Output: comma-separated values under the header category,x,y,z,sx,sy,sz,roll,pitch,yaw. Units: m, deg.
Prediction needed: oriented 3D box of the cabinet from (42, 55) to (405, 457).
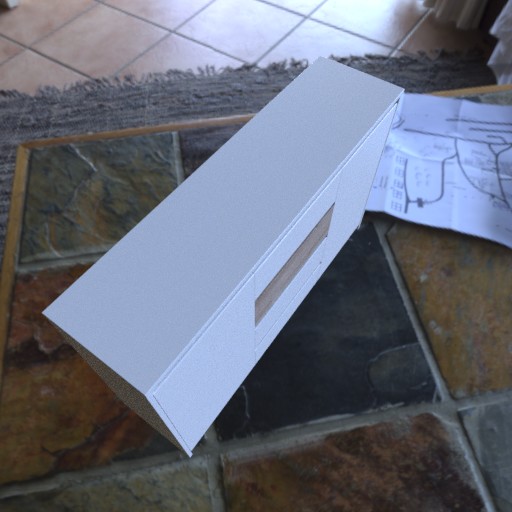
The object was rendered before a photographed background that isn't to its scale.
category,x,y,z,sx,sy,sz,roll,pitch,yaw
cabinet,0.000,0.000,1.831,0.380,0.900,1.450,31,62,19
